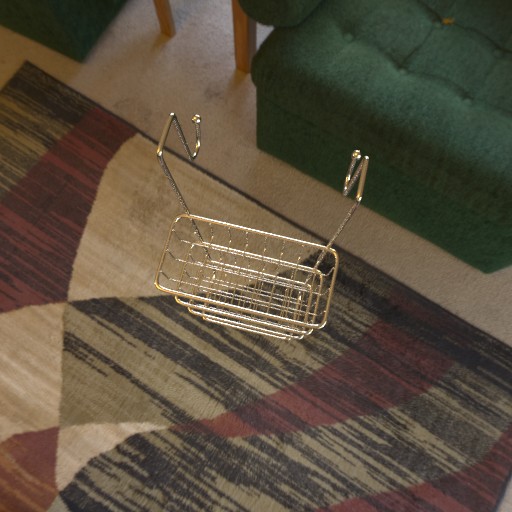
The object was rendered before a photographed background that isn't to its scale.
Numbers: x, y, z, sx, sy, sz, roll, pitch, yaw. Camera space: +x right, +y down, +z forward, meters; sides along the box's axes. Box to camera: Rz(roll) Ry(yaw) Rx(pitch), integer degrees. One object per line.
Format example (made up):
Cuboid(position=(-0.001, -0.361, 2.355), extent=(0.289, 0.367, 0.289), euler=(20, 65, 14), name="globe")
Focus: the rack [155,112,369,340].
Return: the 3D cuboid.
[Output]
Cuboid(position=(0.000, 0.000, 0.688), extent=(0.228, 0.574, 0.202), euler=(13, 76, 3), name="rack")
